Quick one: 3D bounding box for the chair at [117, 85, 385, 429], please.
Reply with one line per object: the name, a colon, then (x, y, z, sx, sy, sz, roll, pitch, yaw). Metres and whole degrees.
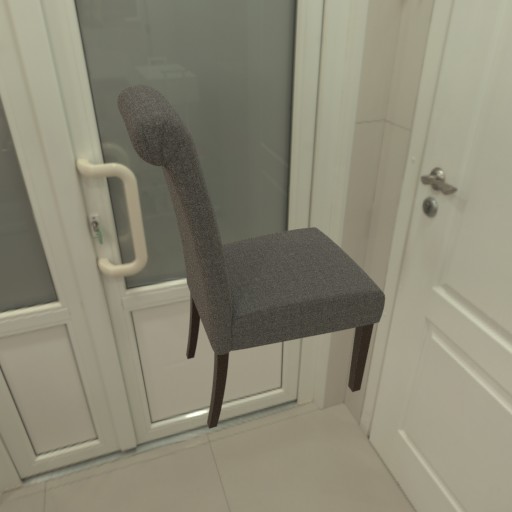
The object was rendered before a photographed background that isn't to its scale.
chair: (0.000, 0.000, 1.380, 0.671, 1.006, 0.456, -10, 32, -17)
